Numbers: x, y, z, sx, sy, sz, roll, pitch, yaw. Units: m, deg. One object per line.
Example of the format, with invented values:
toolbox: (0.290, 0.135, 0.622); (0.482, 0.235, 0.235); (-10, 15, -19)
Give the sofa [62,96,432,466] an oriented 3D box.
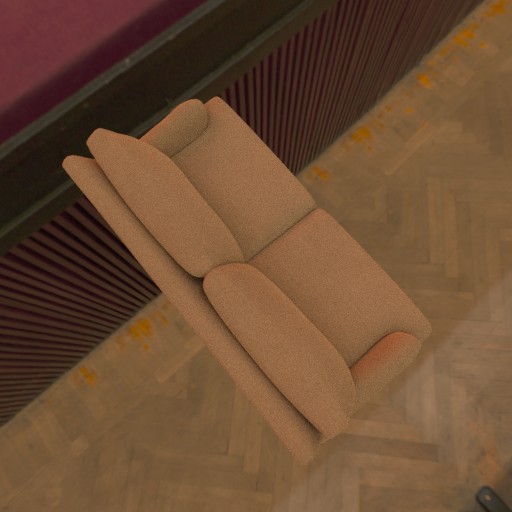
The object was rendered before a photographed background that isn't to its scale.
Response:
sofa: (0.000, 0.000, 2.694); (1.091, 0.997, 2.070); (-39, 80, -9)
